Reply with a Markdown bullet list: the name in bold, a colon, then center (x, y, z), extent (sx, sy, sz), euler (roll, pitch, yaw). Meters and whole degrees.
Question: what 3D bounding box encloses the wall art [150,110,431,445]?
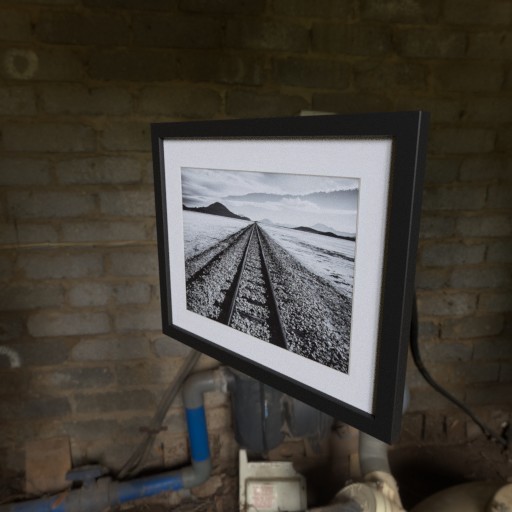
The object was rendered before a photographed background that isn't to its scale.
- **wall art**: center (0.000, 0.000, 0.773), extent (0.559, 0.458, 0.029), euler (13, 20, 42)
